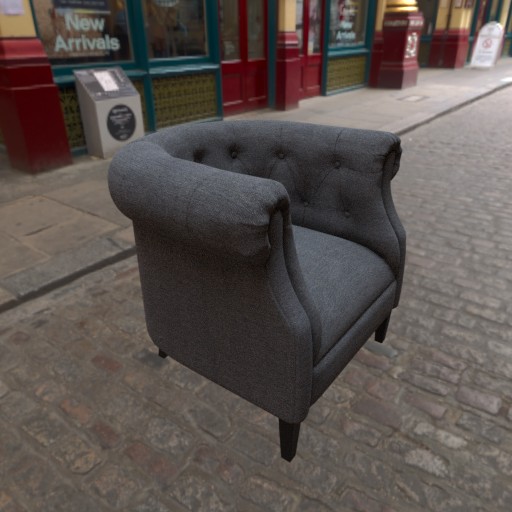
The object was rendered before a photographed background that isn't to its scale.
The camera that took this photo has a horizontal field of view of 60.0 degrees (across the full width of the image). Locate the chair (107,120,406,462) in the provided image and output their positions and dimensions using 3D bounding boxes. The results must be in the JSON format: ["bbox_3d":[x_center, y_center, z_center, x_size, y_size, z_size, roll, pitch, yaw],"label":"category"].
[{"bbox_3d":[0.000,0.000,1.571,0.852,0.827,0.905,18,32,32],"label":"chair"}]
